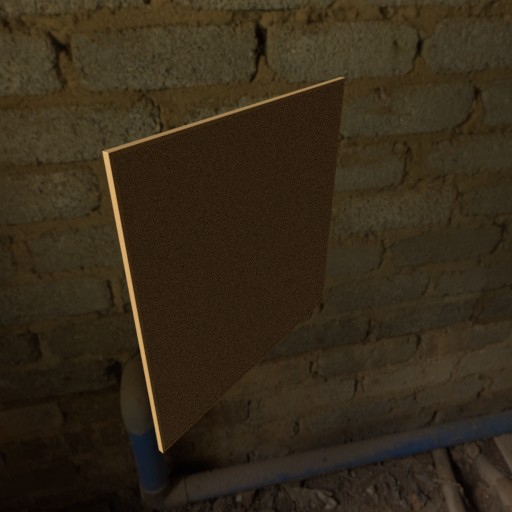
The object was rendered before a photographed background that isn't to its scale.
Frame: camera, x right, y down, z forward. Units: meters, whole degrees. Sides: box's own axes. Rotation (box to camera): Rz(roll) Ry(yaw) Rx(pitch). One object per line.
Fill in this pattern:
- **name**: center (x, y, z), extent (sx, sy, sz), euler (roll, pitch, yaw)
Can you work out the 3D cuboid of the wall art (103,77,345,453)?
- **wall art**: center (0.000, 0.000, 0.986), extent (0.014, 0.655, 0.657), euler (23, 39, 31)
